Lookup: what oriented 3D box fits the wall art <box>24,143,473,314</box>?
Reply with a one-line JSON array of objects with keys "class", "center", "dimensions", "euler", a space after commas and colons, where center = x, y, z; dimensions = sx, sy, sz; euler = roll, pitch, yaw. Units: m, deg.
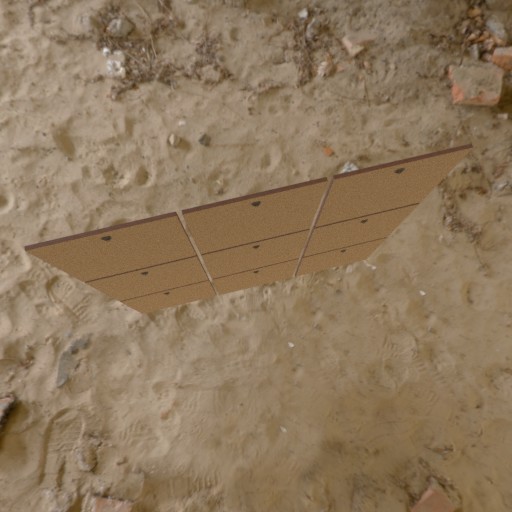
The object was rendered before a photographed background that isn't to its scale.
[{"class": "wall art", "center": [0.000, 0.000, 1.760], "dimensions": [1.221, 1.218, 0.019], "euler": [-13, 75, -4]}]
